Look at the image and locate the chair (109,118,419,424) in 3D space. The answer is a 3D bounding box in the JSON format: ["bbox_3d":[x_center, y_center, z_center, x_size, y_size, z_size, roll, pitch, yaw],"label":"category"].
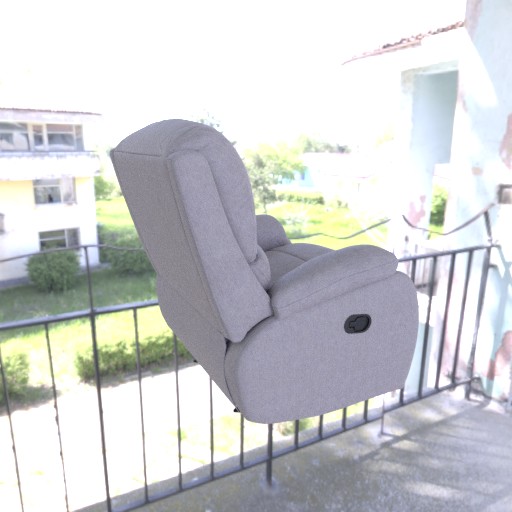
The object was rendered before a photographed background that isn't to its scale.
[{"bbox_3d":[0.000,0.000,1.728,0.899,1.011,0.930,-8,16,-27],"label":"chair"}]
